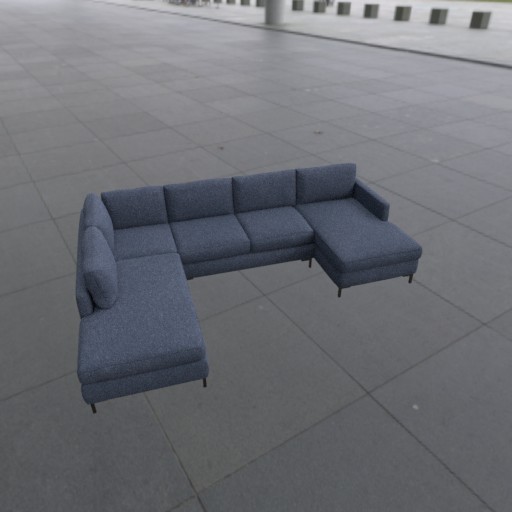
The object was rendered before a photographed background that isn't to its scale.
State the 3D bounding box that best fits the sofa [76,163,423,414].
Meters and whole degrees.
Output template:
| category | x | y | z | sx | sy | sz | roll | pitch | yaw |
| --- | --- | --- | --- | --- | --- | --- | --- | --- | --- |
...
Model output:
| category | x | y | z | sx | sy | sz | roll | pitch | yaw |
| --- | --- | --- | --- | --- | --- | --- | --- | --- | --- |
| sofa | 0.000 | 0.000 | 3.897 | 2.956 | 0.813 | 2.007 | -9 | 34 | -14 |
